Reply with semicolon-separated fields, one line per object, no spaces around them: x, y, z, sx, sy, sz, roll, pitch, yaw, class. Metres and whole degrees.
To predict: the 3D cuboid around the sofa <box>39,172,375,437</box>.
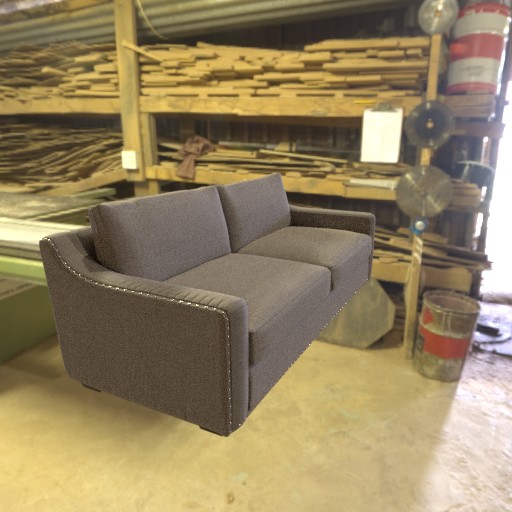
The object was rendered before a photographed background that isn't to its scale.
0.000;0.000;2.718;1.000;0.857;2.208;8;17;27;sofa
